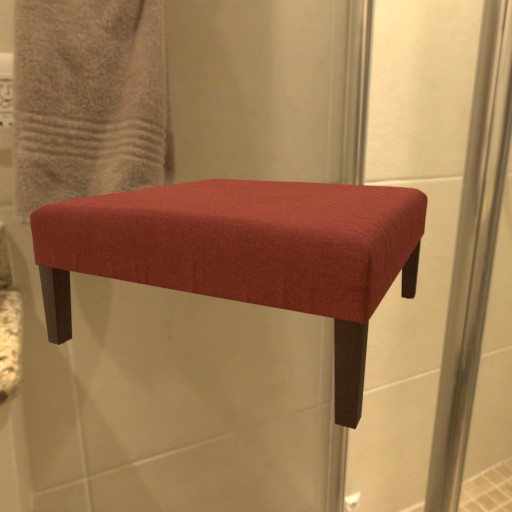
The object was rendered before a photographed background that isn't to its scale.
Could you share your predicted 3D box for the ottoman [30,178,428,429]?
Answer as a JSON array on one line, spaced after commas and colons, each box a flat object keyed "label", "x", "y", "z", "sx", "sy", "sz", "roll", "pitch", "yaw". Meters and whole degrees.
[{"label": "ottoman", "x": 0.000, "y": 0.000, "z": 1.380, "sx": 0.890, "sy": 0.411, "sz": 0.889, "roll": 7, "pitch": 17, "yaw": 26}]
